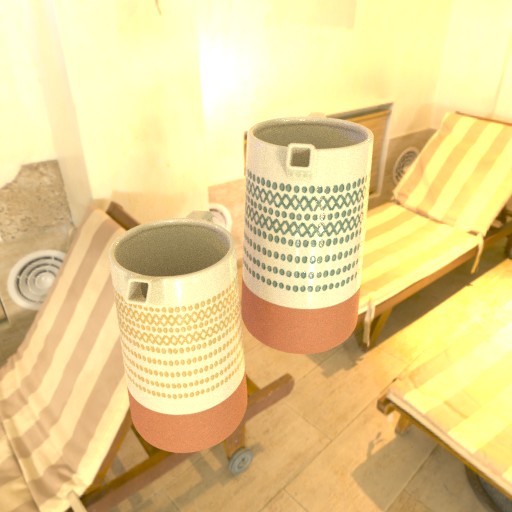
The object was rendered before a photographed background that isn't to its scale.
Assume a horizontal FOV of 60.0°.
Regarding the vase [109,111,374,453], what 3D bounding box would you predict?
[{"bbox_3d":[0.000,0.000,0.453,0.326,0.247,0.168,-22,37,-32],"label":"vase"}]
